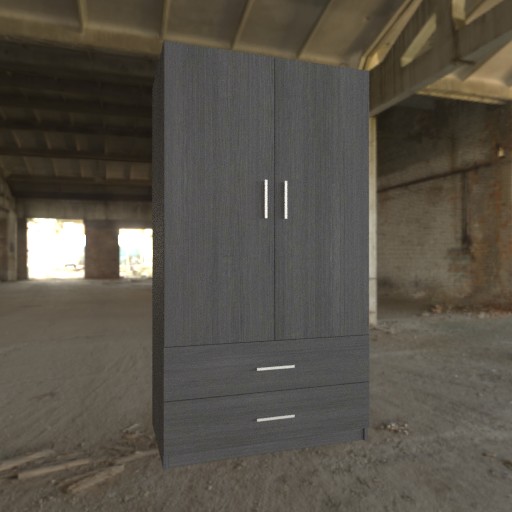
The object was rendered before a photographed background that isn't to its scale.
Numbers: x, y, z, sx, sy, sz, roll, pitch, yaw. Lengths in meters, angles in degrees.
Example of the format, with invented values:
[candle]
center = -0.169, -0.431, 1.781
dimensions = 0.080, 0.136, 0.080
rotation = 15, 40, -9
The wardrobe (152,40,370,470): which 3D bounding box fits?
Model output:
[wardrobe]
center = 0.000, 0.000, 2.268
dimensions = 0.991, 1.808, 0.577
rotation = 0, 0, -18
